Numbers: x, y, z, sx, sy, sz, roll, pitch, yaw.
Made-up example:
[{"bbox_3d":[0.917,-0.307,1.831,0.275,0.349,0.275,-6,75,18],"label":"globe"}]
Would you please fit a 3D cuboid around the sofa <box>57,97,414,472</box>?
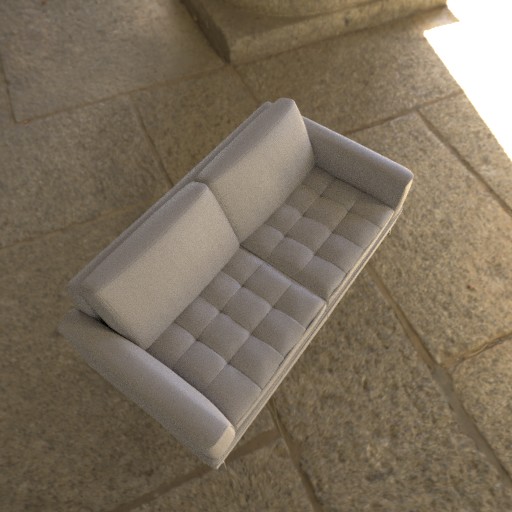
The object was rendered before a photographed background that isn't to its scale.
[{"bbox_3d":[0.000,0.000,2.751,1.121,0.930,2.177,33,64,18],"label":"sofa"}]
